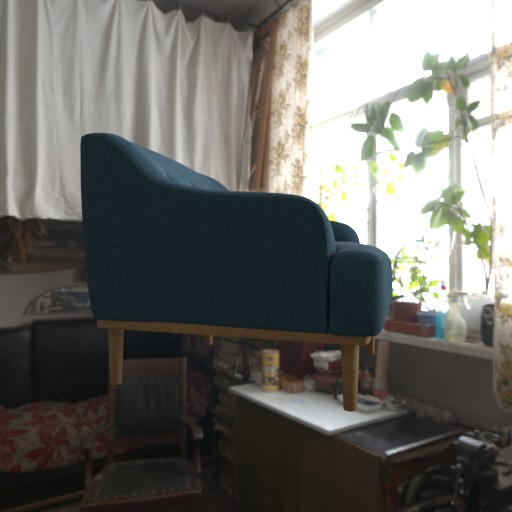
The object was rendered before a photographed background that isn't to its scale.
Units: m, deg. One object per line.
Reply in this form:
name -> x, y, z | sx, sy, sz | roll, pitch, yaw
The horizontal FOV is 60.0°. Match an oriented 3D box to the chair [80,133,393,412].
chair -> 0.000, 0.000, 1.643 | 0.951, 0.818, 0.946 | 0, -1, 18
